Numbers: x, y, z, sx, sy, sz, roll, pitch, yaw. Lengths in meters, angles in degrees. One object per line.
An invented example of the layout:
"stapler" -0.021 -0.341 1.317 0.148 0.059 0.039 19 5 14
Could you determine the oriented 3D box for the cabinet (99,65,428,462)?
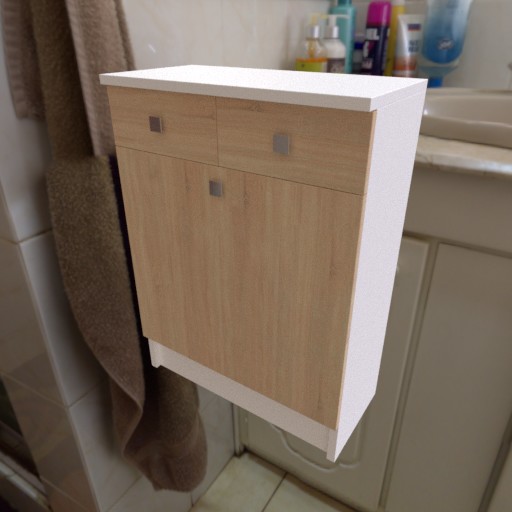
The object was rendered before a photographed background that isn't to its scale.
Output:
"cabinet" 0.000 0.000 1.081 0.600 0.815 0.296 17 32 30
